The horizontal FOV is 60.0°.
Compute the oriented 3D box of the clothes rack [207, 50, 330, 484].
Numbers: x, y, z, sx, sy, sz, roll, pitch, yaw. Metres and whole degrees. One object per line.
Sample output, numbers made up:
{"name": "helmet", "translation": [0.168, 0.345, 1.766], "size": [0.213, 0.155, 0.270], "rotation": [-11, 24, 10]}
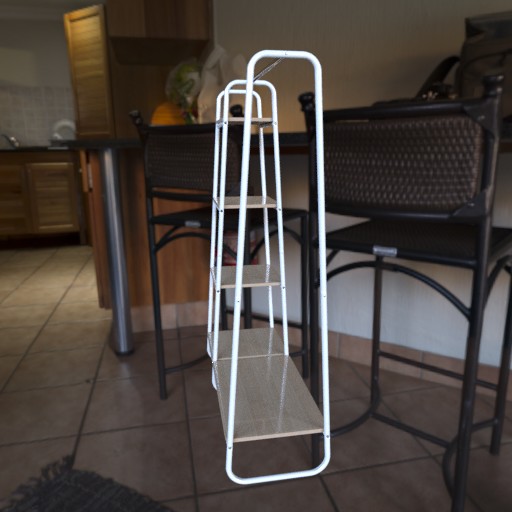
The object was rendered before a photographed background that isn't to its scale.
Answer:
{"name": "clothes rack", "translation": [0.000, 0.000, 1.969], "size": [0.400, 1.500, 1.011], "rotation": [-2, 14, -10]}
